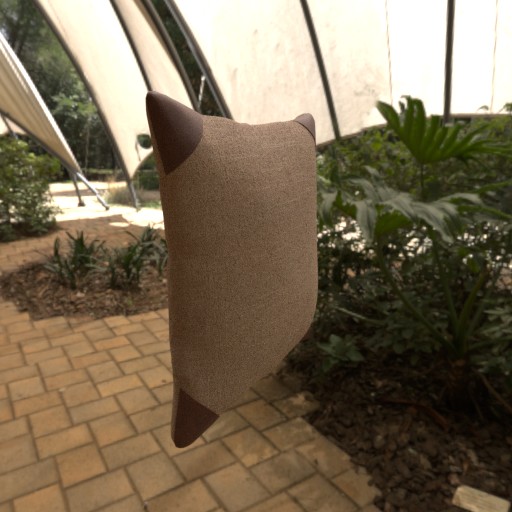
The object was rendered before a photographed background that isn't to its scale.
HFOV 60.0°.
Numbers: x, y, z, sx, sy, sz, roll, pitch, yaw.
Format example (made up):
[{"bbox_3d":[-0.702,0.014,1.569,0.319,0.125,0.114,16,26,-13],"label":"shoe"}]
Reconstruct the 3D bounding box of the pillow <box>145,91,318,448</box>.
[{"bbox_3d":[0.000,0.000,0.691,0.147,0.448,0.437,8,16,27],"label":"pillow"}]
